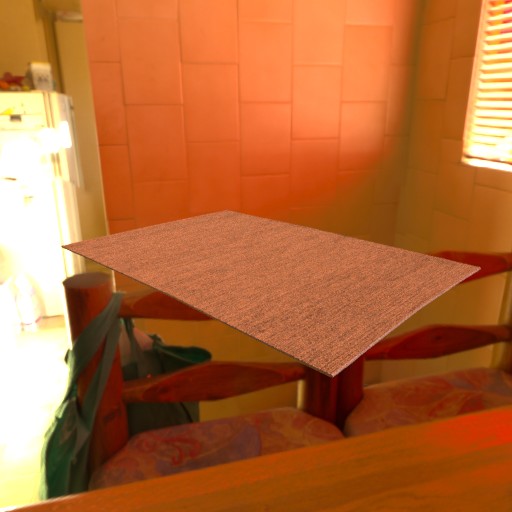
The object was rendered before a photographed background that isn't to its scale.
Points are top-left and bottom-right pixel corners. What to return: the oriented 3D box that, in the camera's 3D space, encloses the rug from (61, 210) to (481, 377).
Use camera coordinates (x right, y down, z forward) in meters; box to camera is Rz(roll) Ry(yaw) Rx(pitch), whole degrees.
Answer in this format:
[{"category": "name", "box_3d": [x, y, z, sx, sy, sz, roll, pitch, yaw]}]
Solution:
[{"category": "rug", "box_3d": [0.000, 0.000, 2.953, 2.338, 0.030, 1.616, 17, 25, 41]}]
